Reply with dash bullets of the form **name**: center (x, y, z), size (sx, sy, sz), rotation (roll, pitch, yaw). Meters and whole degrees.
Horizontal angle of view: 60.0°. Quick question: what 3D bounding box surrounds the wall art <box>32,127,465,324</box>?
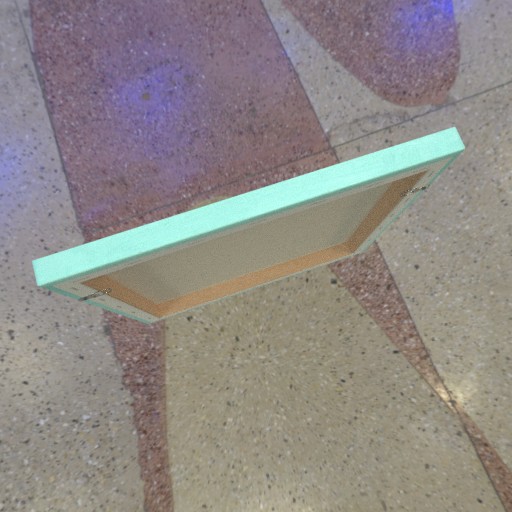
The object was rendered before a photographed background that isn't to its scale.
- **wall art**: center (0.000, 0.000, 1.125), size (0.765, 0.766, 0.054), rotation (-18, 77, -4)
